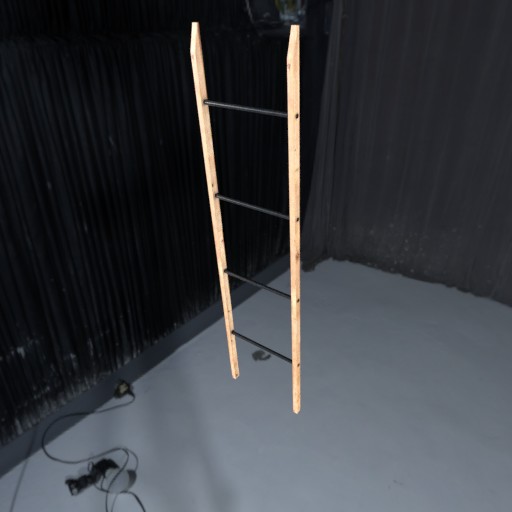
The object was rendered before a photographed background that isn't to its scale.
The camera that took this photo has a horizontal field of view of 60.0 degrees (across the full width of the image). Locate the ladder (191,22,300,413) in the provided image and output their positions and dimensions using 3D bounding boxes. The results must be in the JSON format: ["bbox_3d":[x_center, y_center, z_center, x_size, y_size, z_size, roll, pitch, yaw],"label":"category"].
[{"bbox_3d":[0.000,0.000,1.938,0.442,1.805,0.200,20,35,31],"label":"ladder"}]
